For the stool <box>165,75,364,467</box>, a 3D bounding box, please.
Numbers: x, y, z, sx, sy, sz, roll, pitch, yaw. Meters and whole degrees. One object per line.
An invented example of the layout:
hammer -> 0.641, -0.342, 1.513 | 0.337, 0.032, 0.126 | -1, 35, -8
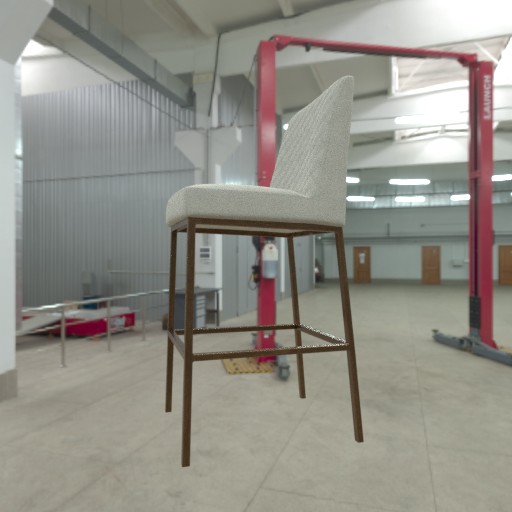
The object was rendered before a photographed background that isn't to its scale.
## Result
stool -> 0.000, 0.000, 1.426 | 0.546, 1.084, 0.462 | 0, 0, -17
